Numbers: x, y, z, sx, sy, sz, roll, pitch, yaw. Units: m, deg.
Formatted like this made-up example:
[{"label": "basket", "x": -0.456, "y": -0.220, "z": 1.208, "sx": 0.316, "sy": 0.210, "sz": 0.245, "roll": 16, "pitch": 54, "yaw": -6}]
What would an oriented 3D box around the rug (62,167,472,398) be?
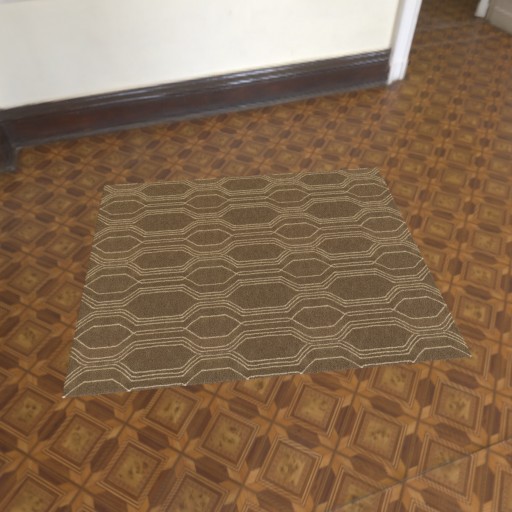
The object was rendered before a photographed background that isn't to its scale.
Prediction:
[{"label": "rug", "x": 0.000, "y": 0.000, "z": 4.114, "sx": 3.062, "sy": 0.012, "sz": 2.457, "roll": -5, "pitch": 47, "yaw": -4}]
